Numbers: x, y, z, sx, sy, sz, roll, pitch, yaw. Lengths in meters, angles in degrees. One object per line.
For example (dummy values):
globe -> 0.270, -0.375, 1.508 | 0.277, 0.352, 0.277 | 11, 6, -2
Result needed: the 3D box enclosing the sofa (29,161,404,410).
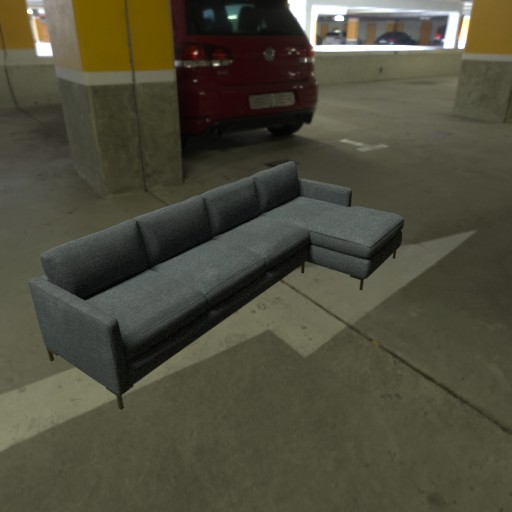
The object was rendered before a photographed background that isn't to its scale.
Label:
sofa -> 0.000, 0.000, 3.460 | 1.350, 0.810, 2.932 | 18, 32, 32
